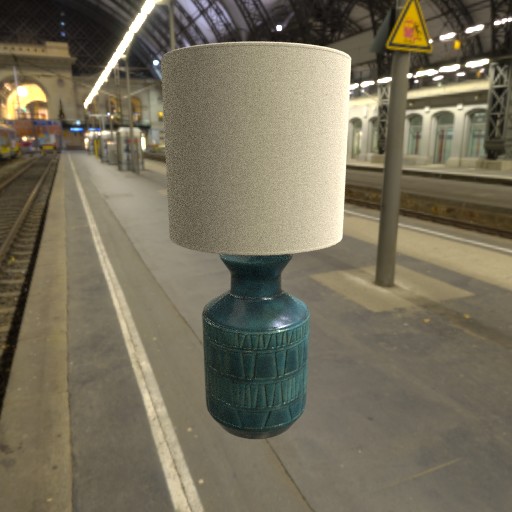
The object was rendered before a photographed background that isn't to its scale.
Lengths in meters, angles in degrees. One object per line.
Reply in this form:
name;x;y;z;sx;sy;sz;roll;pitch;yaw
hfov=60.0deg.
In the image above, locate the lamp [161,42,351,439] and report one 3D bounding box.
lamp;0.000;0.000;0.559;0.211;0.455;0.211;-14;20;-42
